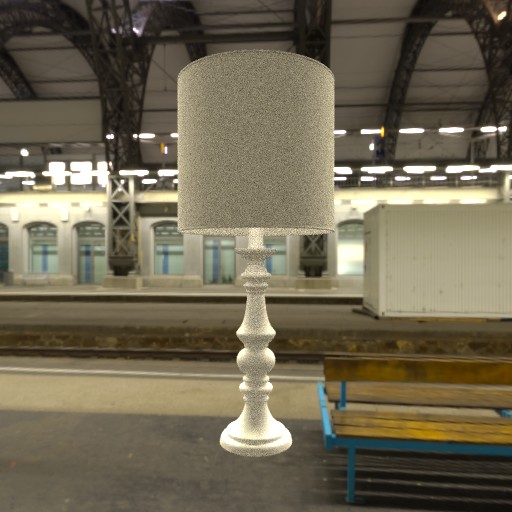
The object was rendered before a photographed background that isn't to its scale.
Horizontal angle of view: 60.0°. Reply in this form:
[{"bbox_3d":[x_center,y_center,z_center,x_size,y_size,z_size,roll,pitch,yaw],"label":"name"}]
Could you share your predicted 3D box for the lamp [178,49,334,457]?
[{"bbox_3d":[0.000,0.000,0.717,0.250,0.597,0.250,0,0,-17],"label":"lamp"}]
